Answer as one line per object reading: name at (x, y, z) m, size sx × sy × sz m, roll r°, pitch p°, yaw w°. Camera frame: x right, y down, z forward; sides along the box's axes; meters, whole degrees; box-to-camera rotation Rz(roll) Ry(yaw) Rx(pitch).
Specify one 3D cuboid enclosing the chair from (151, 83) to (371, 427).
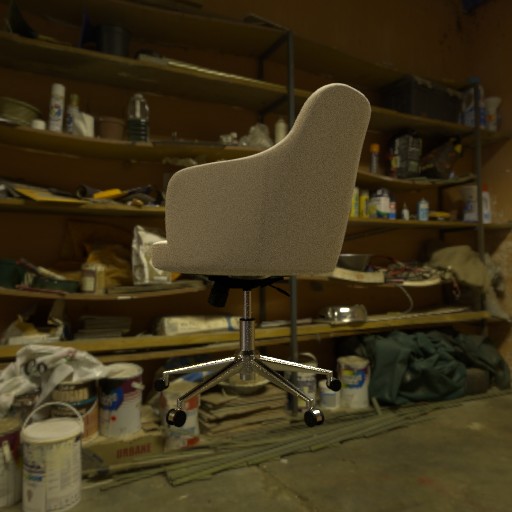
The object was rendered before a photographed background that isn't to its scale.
chair at (0.000, 0.000, 1.278) m, size 0.647 × 0.819 × 0.602 m, roll -1°, pitch -2°, yaw 19°
